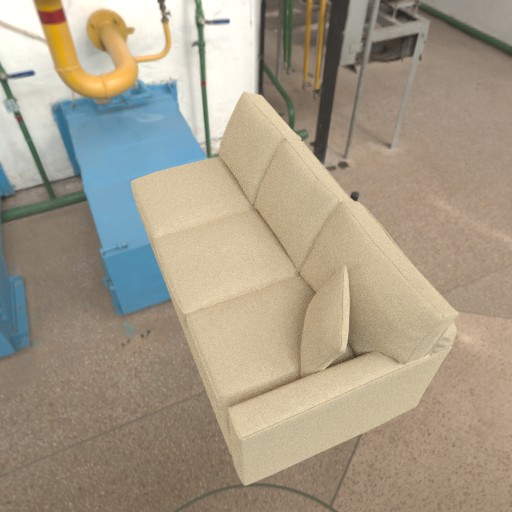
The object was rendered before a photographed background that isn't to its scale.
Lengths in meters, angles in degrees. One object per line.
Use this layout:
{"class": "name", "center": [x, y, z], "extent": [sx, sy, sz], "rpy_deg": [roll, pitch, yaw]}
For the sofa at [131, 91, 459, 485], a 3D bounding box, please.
{"class": "sofa", "center": [0.000, 0.000, 2.500], "extent": [1.034, 0.946, 1.963], "rpy_deg": [-18, 50, -16]}
